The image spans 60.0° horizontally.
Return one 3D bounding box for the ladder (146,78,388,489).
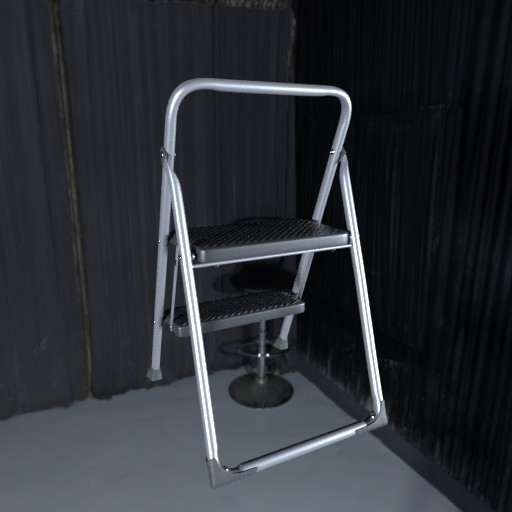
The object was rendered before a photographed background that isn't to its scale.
[{"bbox_3d":[0.000,0.000,0.998,0.430,0.720,0.472,-8,17,-26],"label":"ladder"}]
